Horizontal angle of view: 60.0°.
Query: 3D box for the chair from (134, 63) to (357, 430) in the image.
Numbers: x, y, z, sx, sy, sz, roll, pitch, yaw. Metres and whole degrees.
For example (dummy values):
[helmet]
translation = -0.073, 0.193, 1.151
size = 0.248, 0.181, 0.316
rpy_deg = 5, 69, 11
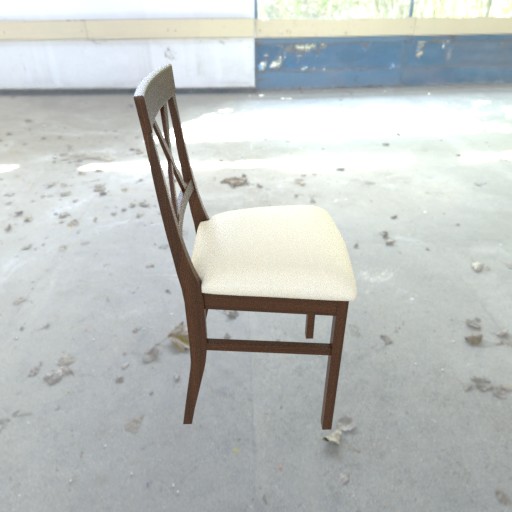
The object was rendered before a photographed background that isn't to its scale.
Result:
[chair]
translation = 0.000, 0.000, 1.197
size = 0.480, 0.913, 0.440
rpy_deg = -1, 32, -1
